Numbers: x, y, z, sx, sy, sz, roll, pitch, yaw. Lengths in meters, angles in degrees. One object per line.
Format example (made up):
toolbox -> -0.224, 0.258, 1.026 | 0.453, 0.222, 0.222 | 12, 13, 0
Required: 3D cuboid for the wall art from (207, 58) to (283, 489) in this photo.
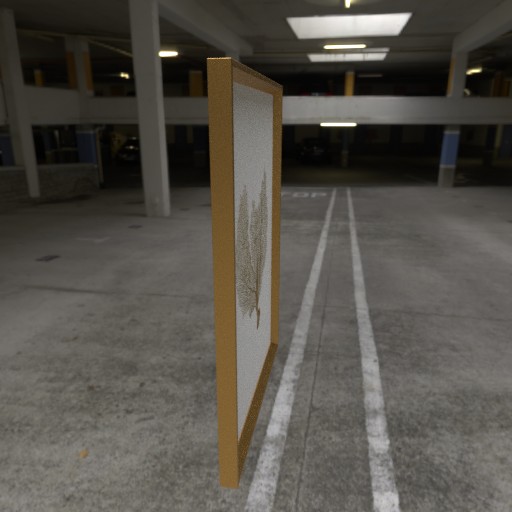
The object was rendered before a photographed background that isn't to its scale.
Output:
wall art -> 0.000, 0.000, 1.077 | 0.038, 0.812, 0.610 | 3, 17, 10
